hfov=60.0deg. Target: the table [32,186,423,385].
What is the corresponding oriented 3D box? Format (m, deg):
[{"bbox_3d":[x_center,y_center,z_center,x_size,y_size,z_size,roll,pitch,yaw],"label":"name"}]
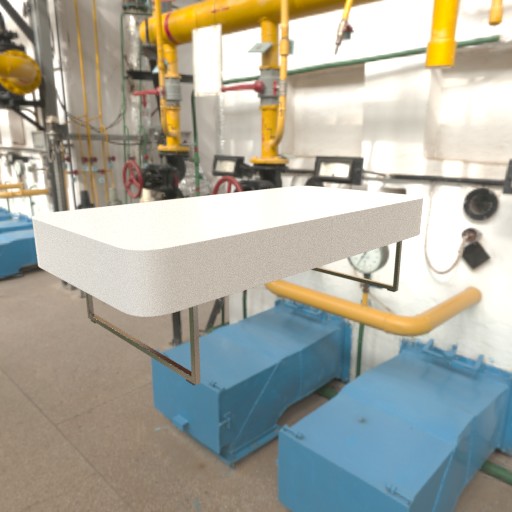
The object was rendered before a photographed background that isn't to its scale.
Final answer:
[{"bbox_3d":[0.000,0.000,1.464,1.200,0.340,0.600,-14,20,-43],"label":"table"}]
